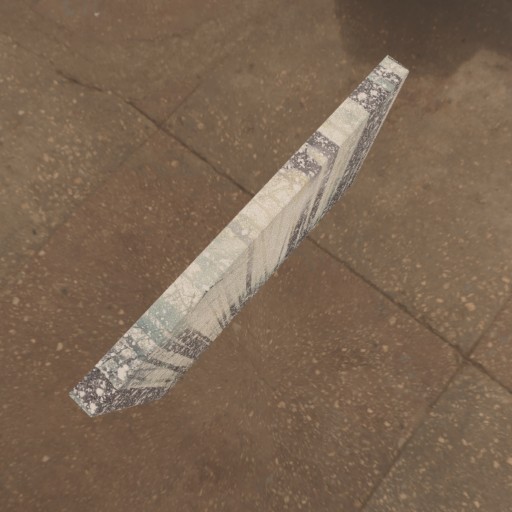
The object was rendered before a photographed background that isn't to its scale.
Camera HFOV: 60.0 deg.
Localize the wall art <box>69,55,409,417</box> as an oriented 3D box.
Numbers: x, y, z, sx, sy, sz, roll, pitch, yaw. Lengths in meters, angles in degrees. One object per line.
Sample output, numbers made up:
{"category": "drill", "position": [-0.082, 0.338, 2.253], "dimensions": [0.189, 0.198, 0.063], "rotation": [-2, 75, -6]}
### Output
{"category": "wall art", "position": [0.000, 0.000, 0.763], "dimensions": [0.042, 0.398, 0.618], "rotation": [41, 79, 10]}
